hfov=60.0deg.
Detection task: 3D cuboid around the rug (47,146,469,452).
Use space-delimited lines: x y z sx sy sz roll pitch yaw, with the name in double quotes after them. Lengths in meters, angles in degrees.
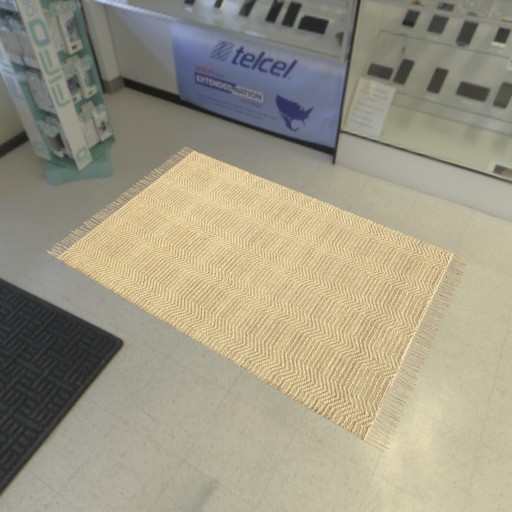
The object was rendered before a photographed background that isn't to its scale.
0.000 0.000 3.066 2.523 0.034 1.528 25 52 22 "rug"
